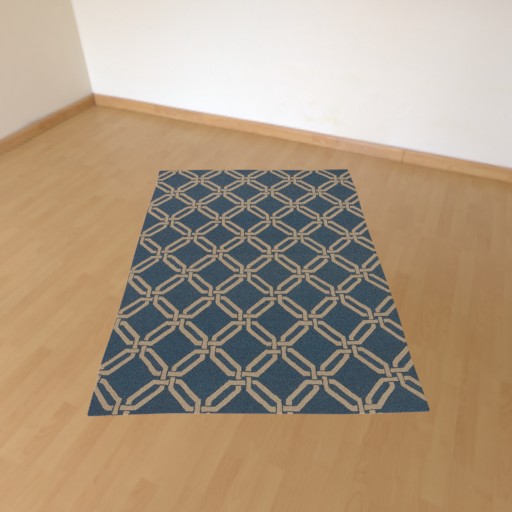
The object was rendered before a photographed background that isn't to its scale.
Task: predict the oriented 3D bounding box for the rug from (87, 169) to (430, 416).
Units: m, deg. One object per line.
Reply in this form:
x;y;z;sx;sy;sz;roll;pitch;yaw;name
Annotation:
0.000;0.000;2.749;1.524;0.013;2.135;-1;41;-1;rug
